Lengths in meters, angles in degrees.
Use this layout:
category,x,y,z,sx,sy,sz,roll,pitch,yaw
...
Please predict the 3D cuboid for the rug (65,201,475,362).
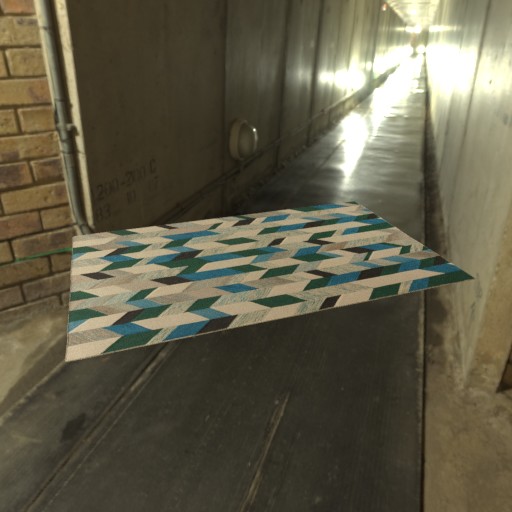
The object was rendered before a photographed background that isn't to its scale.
category,x,y,z,sx,sy,sz,roll,pitch,yaw
rug,0.000,0.000,3.089,2.433,0.007,1.507,-9,28,-17
